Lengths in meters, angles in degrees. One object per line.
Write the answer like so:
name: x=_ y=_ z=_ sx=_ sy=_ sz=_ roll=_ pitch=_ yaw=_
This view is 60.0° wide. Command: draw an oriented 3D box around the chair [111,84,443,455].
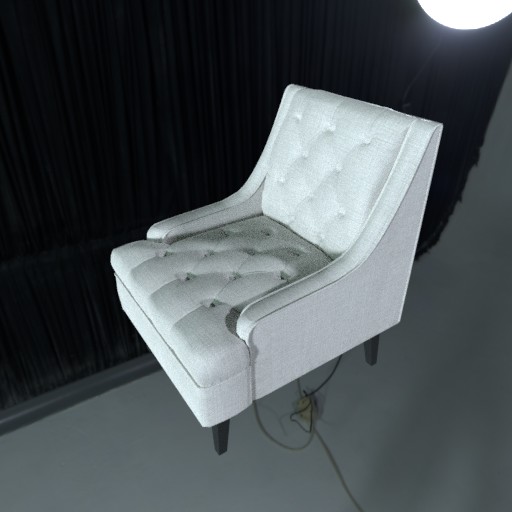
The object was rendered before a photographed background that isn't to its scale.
chair: x=0.000 y=0.000 z=1.420 sx=0.772 sy=0.891 sz=0.658 roll=-20 pitch=37 yaw=-28
